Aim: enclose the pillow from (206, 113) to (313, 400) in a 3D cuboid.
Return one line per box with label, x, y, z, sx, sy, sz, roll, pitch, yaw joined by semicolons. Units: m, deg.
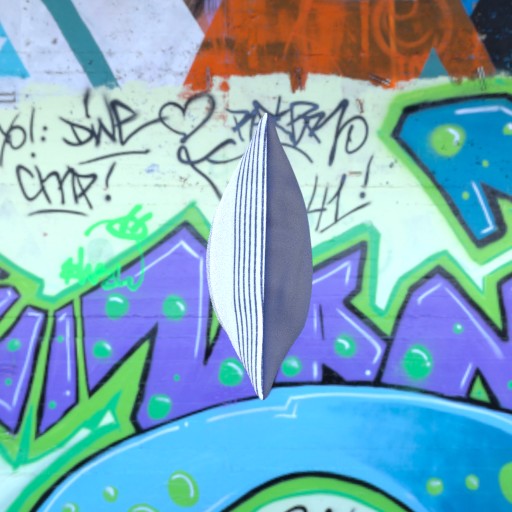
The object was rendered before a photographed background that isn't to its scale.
pillow;0.000;0.000;0.730;0.151;0.287;0.610;0;0;-1
